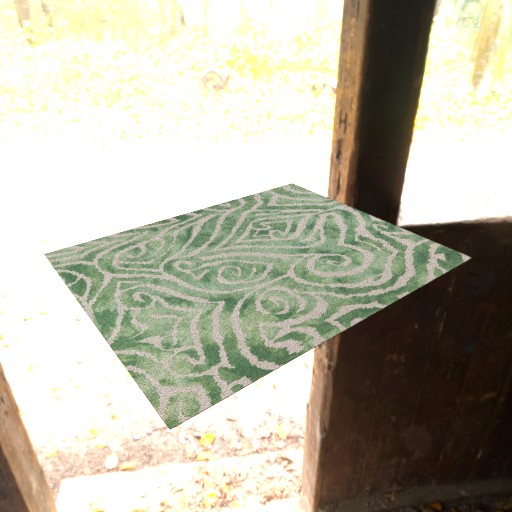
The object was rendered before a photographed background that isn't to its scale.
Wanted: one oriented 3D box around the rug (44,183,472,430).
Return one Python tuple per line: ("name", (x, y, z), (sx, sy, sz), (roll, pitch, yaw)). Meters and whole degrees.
("rug", (0.000, 0.000, 4.032), (3.045, 0.007, 2.436), (-21, 36, -32))
